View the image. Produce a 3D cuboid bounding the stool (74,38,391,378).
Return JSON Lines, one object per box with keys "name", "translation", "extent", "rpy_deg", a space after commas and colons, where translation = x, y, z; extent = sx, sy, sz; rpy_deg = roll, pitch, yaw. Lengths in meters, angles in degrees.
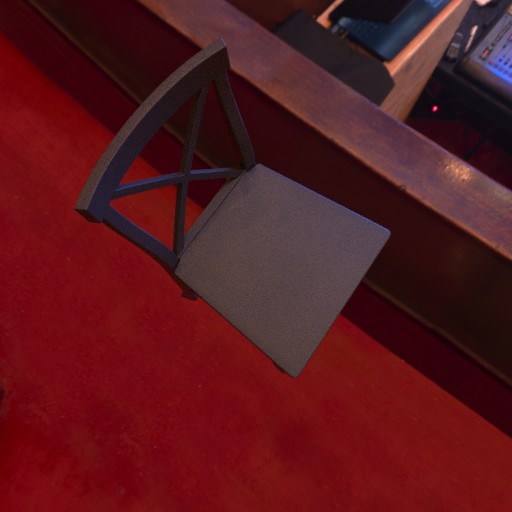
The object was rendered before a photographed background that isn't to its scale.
{"name": "stool", "translation": [0.000, 0.000, 1.276], "extent": [0.559, 0.989, 0.452], "rpy_deg": [34, 78, 8]}
